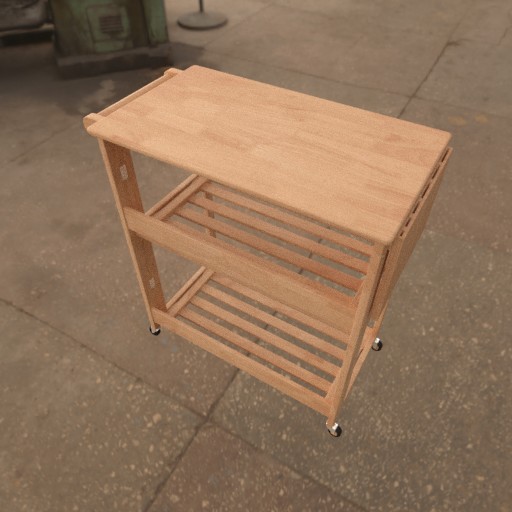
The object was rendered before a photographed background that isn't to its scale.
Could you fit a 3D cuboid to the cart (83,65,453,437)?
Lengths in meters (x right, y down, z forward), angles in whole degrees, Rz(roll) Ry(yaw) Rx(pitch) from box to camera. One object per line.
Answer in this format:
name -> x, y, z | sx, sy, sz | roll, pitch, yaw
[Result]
cart -> 0.000, 0.000, 1.369 | 0.853, 0.879, 0.432 | 23, 50, 21
